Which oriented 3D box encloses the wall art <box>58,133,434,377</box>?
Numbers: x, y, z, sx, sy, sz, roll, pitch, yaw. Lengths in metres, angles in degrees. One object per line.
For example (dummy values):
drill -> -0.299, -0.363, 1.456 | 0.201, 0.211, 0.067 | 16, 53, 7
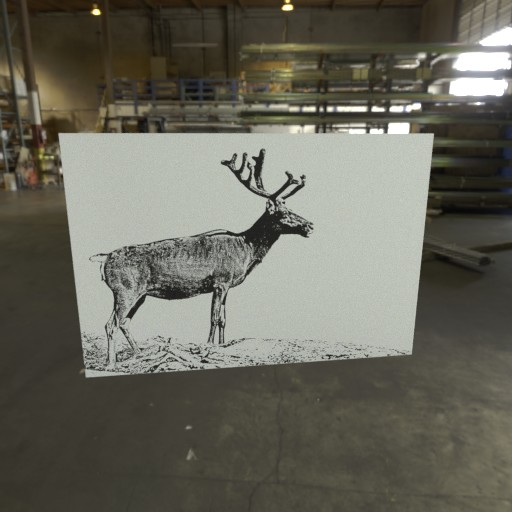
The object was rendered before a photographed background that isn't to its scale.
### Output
wall art -> 0.000, 0.000, 1.158 | 0.906, 0.617, 0.033 | -2, 15, -8
